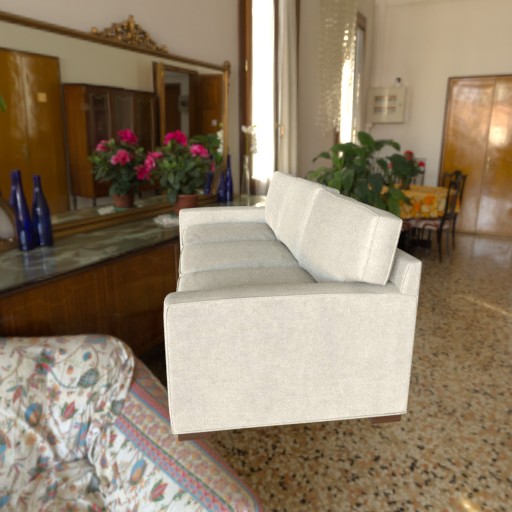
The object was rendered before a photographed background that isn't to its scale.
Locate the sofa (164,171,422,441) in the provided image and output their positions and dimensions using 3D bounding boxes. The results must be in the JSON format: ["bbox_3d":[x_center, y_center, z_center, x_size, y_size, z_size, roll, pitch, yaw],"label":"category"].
[{"bbox_3d":[0.000,0.000,2.593,0.936,0.862,2.093,-2,15,-8],"label":"sofa"}]
